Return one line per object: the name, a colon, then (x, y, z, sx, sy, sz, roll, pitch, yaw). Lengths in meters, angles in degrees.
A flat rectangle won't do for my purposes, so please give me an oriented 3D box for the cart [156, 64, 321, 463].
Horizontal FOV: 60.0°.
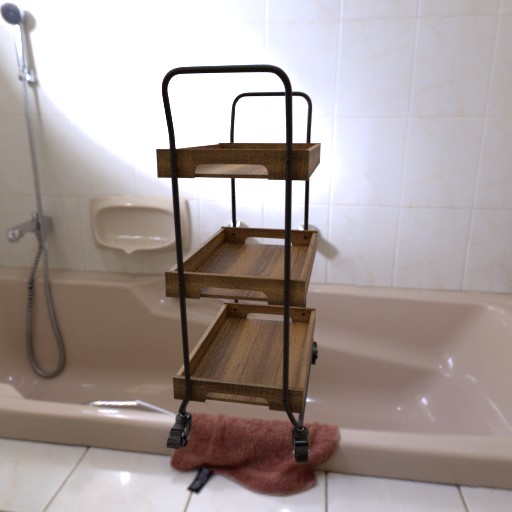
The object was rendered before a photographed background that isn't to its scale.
cart: (0.000, 0.000, 1.167, 0.339, 0.857, 0.583, 3, 16, 10)
